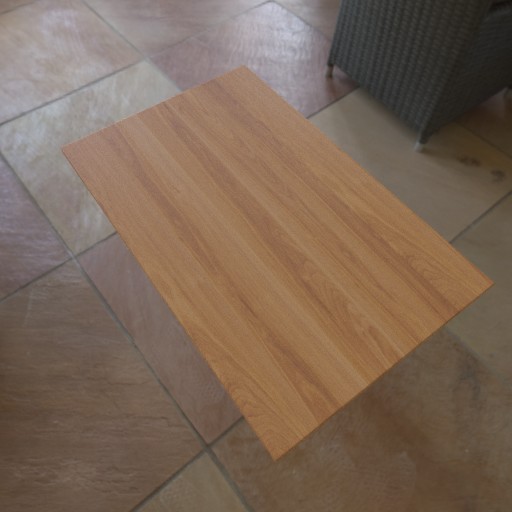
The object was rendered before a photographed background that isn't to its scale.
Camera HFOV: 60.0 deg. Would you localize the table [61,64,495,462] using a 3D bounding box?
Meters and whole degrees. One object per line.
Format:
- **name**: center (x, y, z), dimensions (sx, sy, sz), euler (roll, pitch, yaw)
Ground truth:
- **table**: center (0.000, 0.000, 1.466), dimensions (0.700, 0.510, 1.100), euler (-32, 64, -18)
